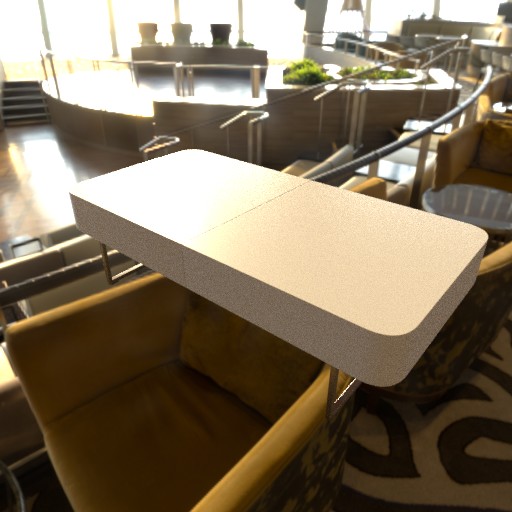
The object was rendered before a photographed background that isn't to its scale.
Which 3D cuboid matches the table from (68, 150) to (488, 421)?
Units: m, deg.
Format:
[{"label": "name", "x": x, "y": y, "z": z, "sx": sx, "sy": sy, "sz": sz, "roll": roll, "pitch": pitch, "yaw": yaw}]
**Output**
[{"label": "table", "x": 0.000, "y": 0.000, "z": 1.430, "sx": 1.200, "sy": 0.340, "sz": 0.600, "roll": 23, "pitch": 37, "yaw": 34}]
